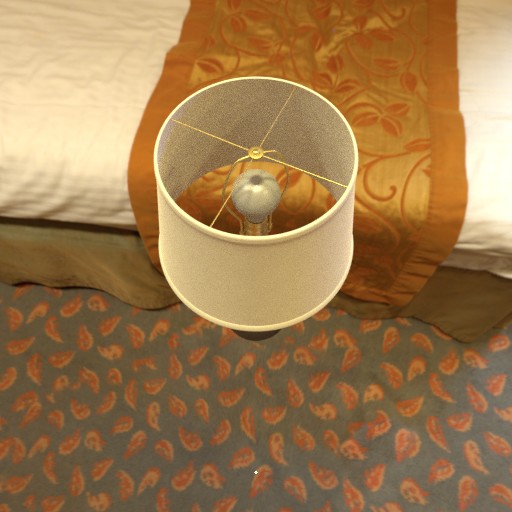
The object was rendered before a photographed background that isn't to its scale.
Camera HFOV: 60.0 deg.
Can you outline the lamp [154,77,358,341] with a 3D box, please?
[{"bbox_3d":[0.000,0.000,0.833,0.335,0.611,0.335,0,64,0],"label":"lamp"}]
